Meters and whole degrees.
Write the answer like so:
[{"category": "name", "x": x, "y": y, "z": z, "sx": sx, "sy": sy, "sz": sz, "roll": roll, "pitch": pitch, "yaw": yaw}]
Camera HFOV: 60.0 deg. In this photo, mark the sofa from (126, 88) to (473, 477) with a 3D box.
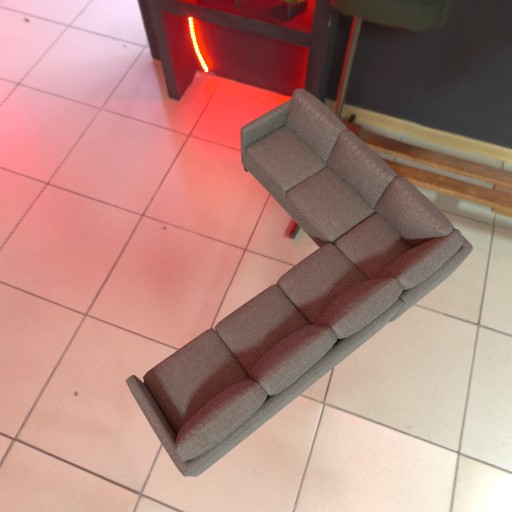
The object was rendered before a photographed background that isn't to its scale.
[{"category": "sofa", "x": 0.000, "y": 0.000, "z": 4.424, "sx": 3.302, "sy": 0.947, "sz": 2.593, "roll": -34, "pitch": 68, "yaw": -16}]
